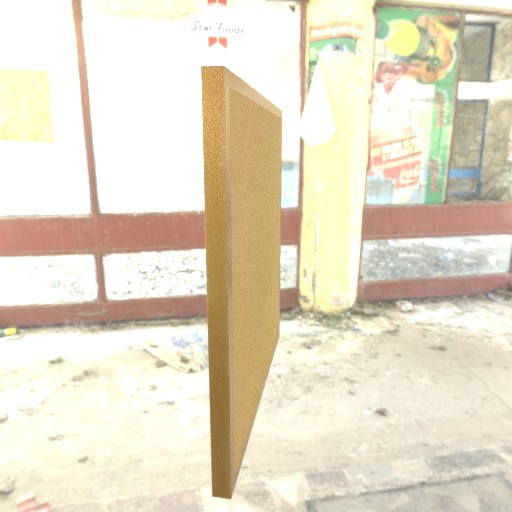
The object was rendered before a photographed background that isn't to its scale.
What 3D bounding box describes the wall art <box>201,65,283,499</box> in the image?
[{"bbox_3d":[0.000,0.000,1.113,0.037,0.760,0.762,2,13,10],"label":"wall art"}]
